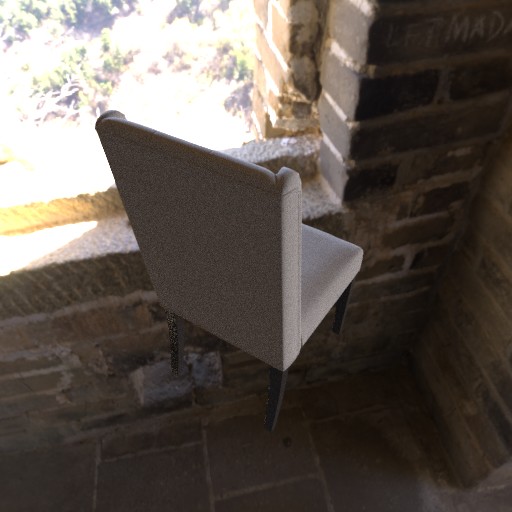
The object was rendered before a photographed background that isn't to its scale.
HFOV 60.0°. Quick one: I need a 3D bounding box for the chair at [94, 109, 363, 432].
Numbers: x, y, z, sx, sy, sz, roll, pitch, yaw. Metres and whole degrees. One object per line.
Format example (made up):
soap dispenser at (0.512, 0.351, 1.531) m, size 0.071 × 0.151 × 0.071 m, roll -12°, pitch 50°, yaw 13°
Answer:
chair at (0.000, 0.000, 1.261) m, size 0.474 × 0.961 × 0.523 m, roll 24°, pitch 49°, yaw 22°
